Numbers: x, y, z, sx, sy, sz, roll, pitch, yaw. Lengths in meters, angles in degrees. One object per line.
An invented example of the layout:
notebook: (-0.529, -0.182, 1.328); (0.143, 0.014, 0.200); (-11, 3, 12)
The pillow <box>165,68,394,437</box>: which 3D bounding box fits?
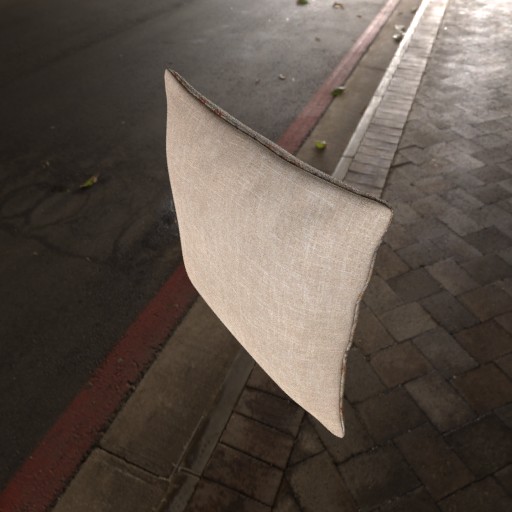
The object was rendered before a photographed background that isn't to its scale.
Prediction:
pillow: (0.000, 0.000, 0.786); (0.166, 0.506, 0.523); (-25, 48, -26)
